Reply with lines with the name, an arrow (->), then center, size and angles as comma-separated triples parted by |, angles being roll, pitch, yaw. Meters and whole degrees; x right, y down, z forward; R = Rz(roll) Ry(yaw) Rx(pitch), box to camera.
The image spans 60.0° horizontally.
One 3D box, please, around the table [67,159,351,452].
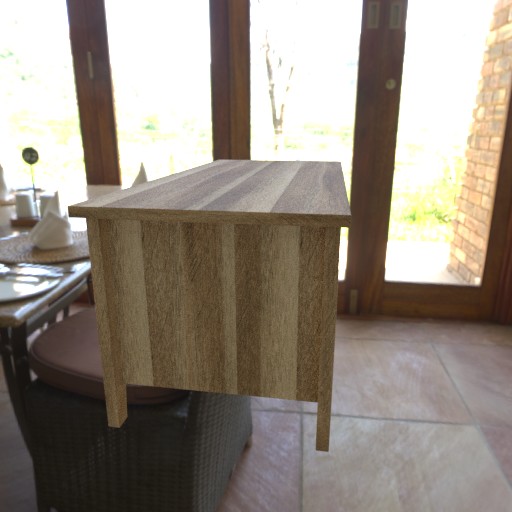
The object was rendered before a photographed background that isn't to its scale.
table -> 0.000, 0.000, 1.330 | 0.493, 0.480, 1.095 | 3, 17, 9
